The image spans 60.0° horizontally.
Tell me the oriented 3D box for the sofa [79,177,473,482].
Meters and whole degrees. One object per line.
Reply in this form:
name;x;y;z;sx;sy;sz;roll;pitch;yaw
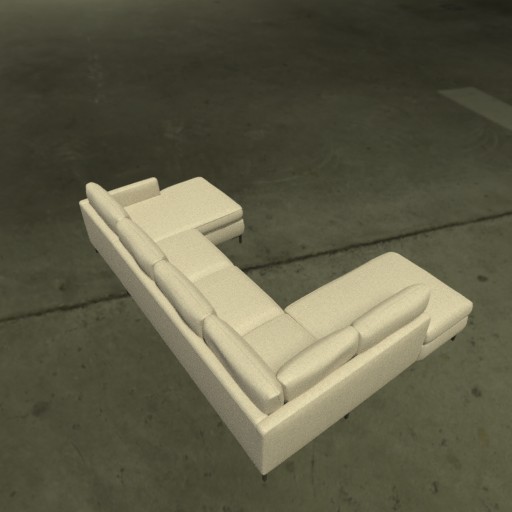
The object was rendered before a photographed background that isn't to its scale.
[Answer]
sofa;0.000;0.000;3.568;1.879;0.756;2.737;-25;45;-27
